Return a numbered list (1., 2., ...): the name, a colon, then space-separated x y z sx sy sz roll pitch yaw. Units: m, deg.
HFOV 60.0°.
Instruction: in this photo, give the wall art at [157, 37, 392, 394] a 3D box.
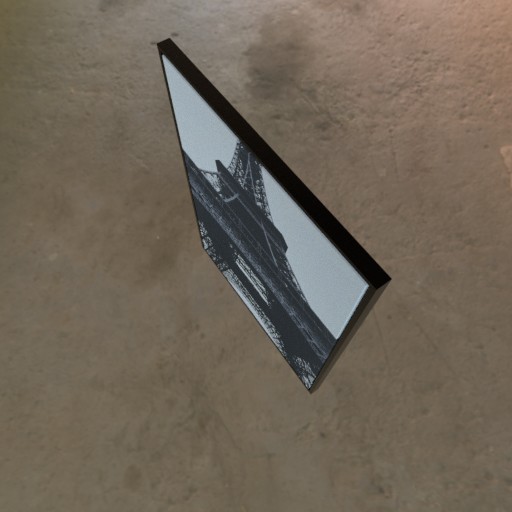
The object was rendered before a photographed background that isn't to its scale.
1. wall art: 0.000 0.000 1.423 0.040 1.062 0.805 -32 67 -15
